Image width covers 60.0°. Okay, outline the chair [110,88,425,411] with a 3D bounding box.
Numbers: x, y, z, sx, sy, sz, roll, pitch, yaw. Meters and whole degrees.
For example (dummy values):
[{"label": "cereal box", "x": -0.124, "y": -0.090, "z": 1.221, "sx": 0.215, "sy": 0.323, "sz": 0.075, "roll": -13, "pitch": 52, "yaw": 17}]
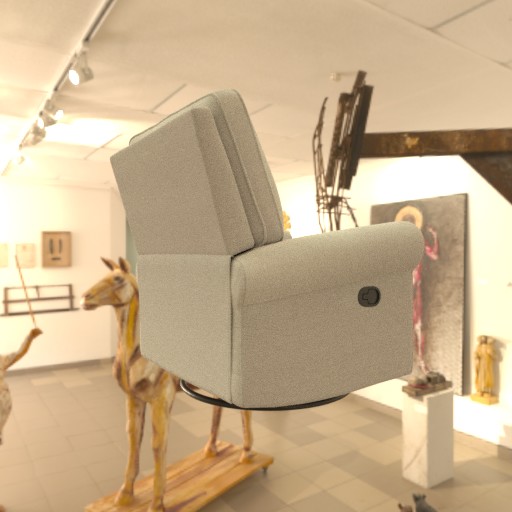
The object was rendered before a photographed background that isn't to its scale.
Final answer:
[{"label": "chair", "x": 0.000, "y": 0.000, "z": 1.659, "sx": 0.878, "sy": 0.960, "sz": 0.890, "roll": 0, "pitch": 0, "yaw": -35}]
